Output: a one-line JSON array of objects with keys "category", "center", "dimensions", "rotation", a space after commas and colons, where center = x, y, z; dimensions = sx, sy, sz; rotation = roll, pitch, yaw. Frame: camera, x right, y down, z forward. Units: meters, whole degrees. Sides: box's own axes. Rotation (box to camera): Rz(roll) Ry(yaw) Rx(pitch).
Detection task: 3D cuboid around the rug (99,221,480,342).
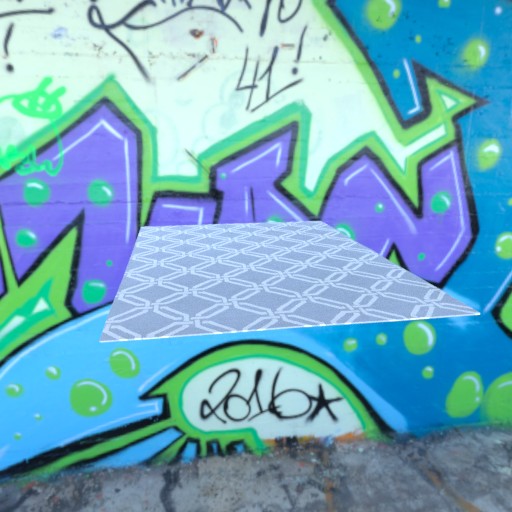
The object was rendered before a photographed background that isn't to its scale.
[{"category": "rug", "center": [0.000, 0.000, 2.722], "dimensions": [1.522, 0.013, 2.133], "rotation": [-3, 15, -10]}]
